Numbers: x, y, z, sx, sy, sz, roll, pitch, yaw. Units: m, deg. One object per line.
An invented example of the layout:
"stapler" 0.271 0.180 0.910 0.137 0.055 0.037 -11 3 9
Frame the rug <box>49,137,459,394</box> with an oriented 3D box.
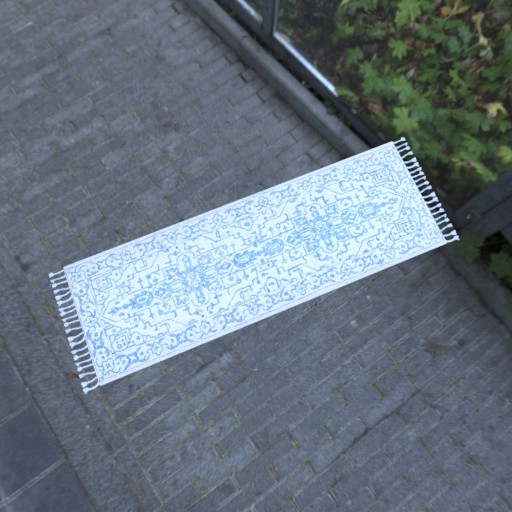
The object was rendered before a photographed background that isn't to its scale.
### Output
"rug" 0.000 0.000 2.748 2.449 0.011 0.774 -22 77 -5
